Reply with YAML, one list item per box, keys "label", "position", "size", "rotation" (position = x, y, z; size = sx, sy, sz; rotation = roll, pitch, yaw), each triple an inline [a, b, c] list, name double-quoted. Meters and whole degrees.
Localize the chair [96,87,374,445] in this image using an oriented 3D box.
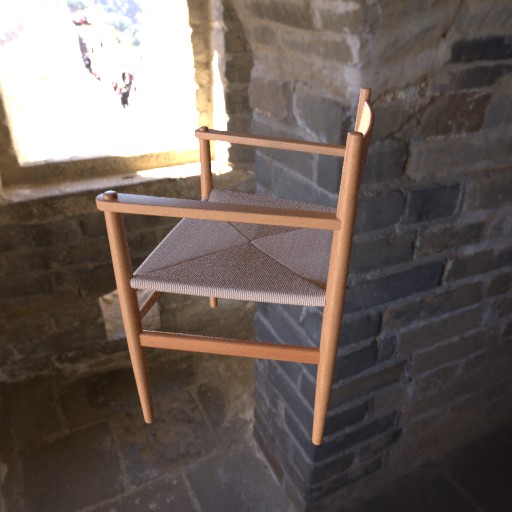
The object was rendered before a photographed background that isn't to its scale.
- label: "chair"
  position: [0.000, 0.000, 1.129]
  size: [0.495, 0.762, 0.556]
  rotation: [7, 31, 12]
